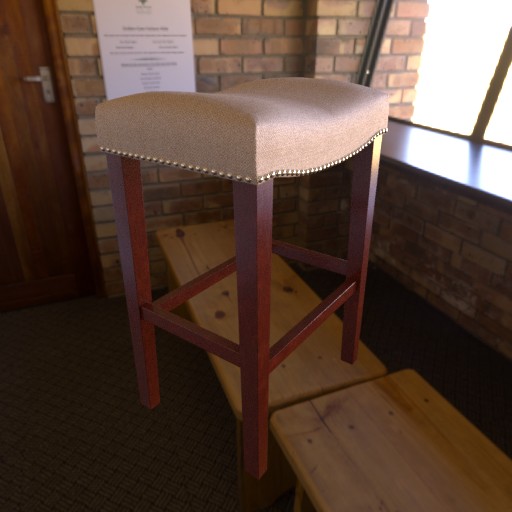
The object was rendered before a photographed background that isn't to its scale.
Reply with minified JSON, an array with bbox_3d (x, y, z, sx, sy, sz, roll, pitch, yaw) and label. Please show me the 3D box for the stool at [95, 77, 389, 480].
[{"bbox_3d":[0.000,0.000,1.024,0.372,0.742,0.504,18,31,32],"label":"stool"}]
